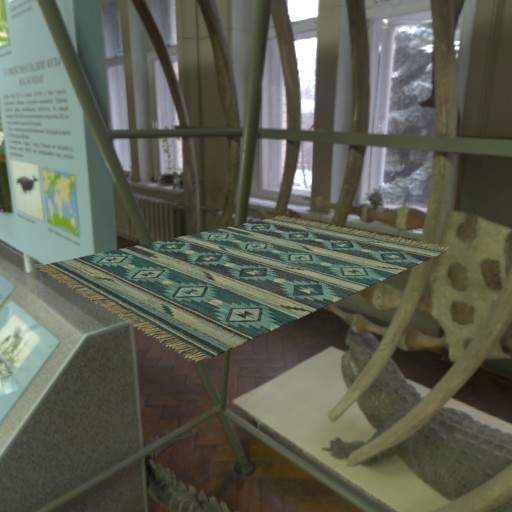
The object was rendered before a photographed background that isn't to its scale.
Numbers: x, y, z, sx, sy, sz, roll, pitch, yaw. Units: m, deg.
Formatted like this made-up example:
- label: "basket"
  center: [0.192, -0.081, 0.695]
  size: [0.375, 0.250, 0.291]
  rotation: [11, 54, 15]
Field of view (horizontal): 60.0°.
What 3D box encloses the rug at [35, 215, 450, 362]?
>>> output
- label: "rug"
  center: [0.000, 0.000, 4.290]
  size: [3.307, 0.047, 2.418]
  rotation: [-15, 22, -42]
